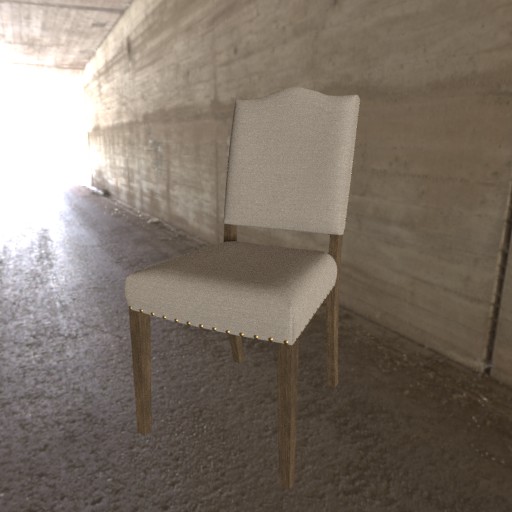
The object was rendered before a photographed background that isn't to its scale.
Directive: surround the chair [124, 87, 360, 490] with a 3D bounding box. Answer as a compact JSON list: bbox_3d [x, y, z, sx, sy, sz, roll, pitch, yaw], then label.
[{"bbox_3d":[0.000,0.000,1.351,0.508,1.020,0.620,7,17,26],"label":"chair"}]
